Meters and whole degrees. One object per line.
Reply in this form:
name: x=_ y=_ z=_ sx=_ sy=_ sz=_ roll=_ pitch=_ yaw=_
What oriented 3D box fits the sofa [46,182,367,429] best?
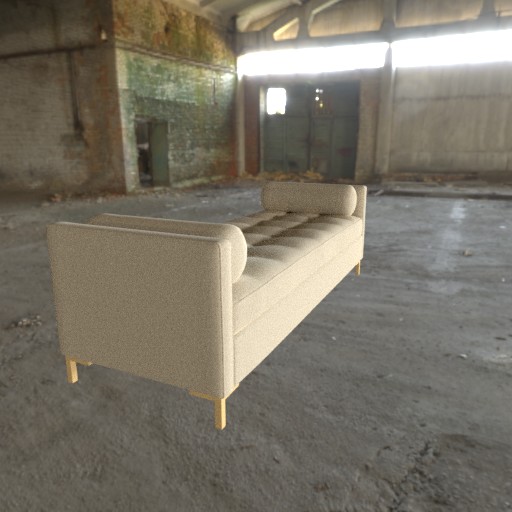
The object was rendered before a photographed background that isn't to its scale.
sofa: x=0.000 y=0.000 z=2.353 sx=0.746 sy=0.641 sz=1.985 roll=7 pitch=16 yaw=25
